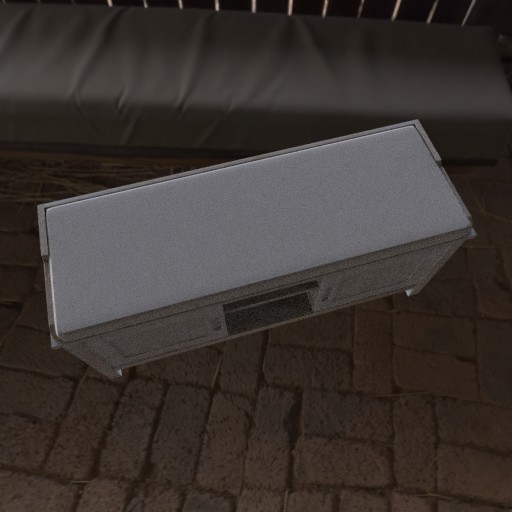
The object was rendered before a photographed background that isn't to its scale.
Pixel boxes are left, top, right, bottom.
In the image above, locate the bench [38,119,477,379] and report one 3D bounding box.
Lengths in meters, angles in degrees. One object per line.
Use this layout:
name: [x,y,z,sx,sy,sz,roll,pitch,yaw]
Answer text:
bench: [0.000,0.000,1.407,1.140,0.501,0.398,-14,65,-7]
